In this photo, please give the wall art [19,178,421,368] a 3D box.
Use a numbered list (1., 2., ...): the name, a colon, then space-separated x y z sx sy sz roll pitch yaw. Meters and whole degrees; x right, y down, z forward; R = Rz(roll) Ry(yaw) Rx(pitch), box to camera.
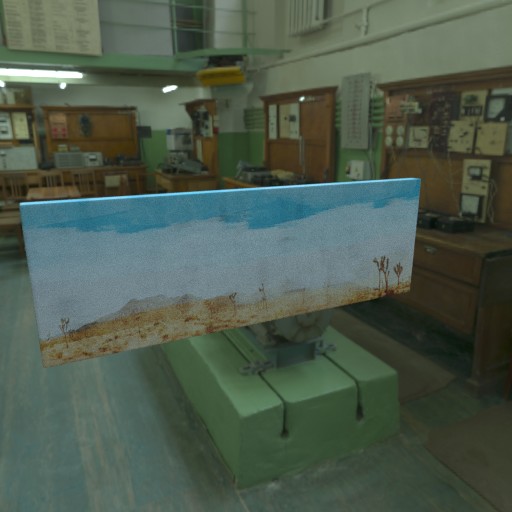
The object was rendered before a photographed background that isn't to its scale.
1. wall art: 0.000 0.000 0.829 0.759 0.254 0.044 -8 18 -25
